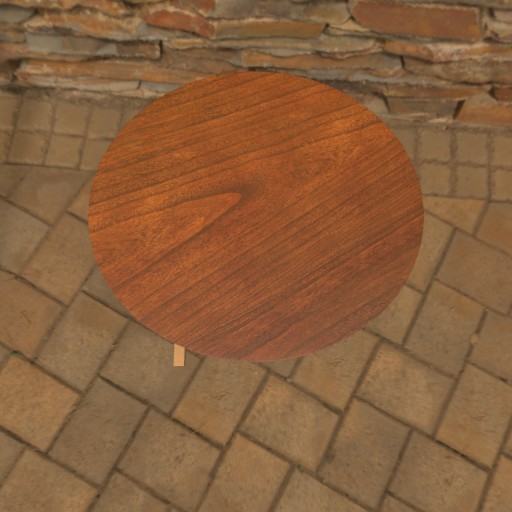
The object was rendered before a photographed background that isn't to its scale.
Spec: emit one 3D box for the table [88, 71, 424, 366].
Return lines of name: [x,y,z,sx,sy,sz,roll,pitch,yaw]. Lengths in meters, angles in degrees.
table: [0.000,0.000,1.106,0.577,0.706,0.530,0,75,0]
